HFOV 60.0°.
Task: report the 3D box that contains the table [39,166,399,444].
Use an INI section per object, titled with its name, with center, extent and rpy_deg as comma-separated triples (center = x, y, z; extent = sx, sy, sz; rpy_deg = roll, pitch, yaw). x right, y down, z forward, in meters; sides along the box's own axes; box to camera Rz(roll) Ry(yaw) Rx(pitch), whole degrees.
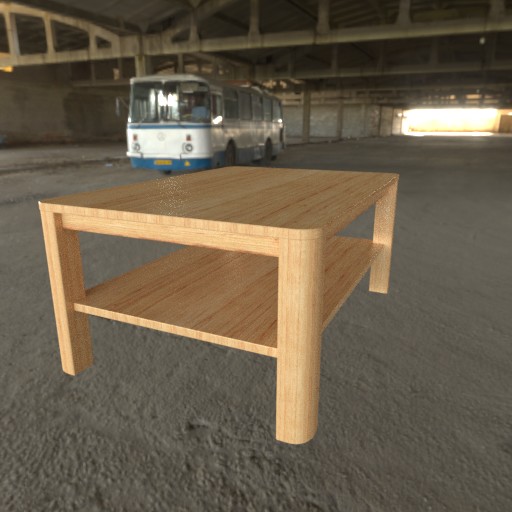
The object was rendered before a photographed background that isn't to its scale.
[table]
center = 0.000, 0.000, 1.388
extent = 0.696, 0.445, 0.997
rpy_deg = 8, 18, 24
